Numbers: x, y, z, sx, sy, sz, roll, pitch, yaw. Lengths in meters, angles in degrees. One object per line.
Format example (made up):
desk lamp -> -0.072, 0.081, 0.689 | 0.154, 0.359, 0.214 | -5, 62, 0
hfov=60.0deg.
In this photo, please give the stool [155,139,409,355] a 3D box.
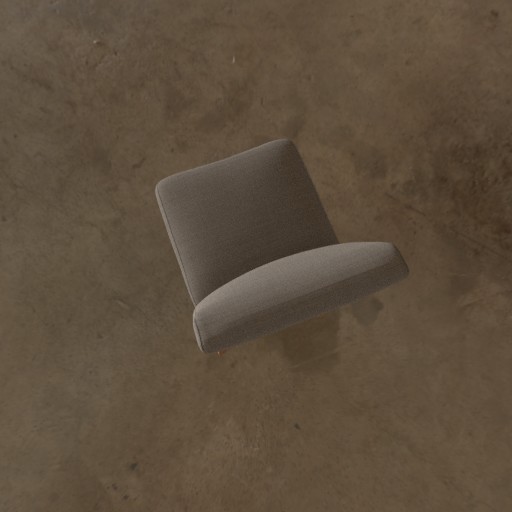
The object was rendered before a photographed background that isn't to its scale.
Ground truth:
stool -> 0.000, 0.000, 1.396 | 0.483, 1.112, 0.570 | -20, 75, -6
